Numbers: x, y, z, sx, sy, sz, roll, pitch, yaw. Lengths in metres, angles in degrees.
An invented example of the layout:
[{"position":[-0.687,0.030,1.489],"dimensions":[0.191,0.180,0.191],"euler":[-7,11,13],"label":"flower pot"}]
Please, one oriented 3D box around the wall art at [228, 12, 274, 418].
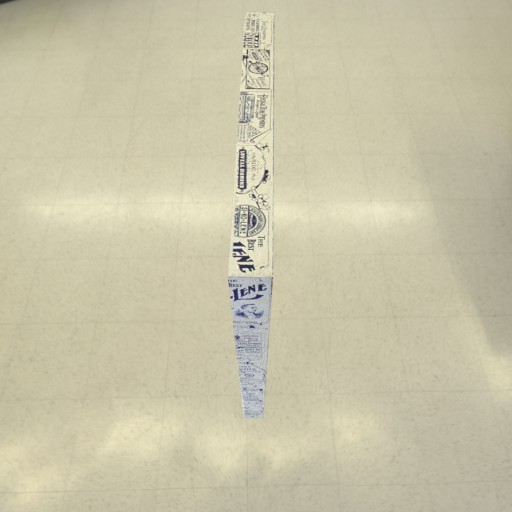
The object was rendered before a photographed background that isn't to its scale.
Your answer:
[{"position":[0.000,0.000,0.751],"dimensions":[0.040,0.601,0.408],"euler":[1,59,1],"label":"wall art"}]
